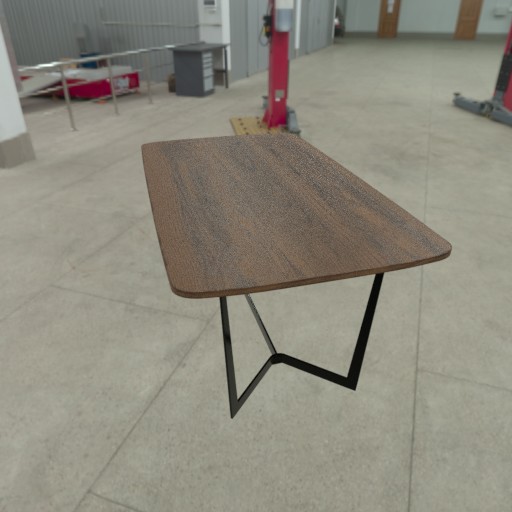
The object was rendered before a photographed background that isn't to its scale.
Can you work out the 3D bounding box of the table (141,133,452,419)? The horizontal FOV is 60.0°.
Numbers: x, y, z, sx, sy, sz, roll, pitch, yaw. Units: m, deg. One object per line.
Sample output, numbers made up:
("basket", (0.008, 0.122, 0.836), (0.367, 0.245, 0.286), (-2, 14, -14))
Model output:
("table", (0.000, 0.000, 2.182), (0.949, 0.765, 1.643), (-8, 30, -14))
